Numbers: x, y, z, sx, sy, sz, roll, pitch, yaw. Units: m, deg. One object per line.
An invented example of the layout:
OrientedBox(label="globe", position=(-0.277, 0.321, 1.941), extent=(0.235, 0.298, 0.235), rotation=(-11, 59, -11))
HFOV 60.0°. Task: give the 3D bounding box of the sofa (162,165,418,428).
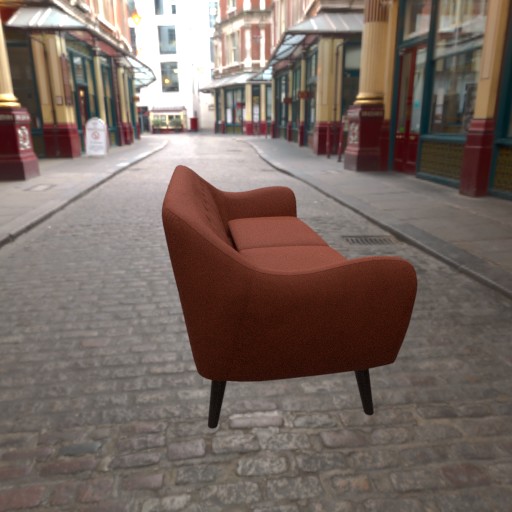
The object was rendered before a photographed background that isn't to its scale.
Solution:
OrientedBox(label="sofa", position=(0.000, 0.000, 2.255), extent=(0.820, 0.836, 1.840), rotation=(-2, 16, -8))
